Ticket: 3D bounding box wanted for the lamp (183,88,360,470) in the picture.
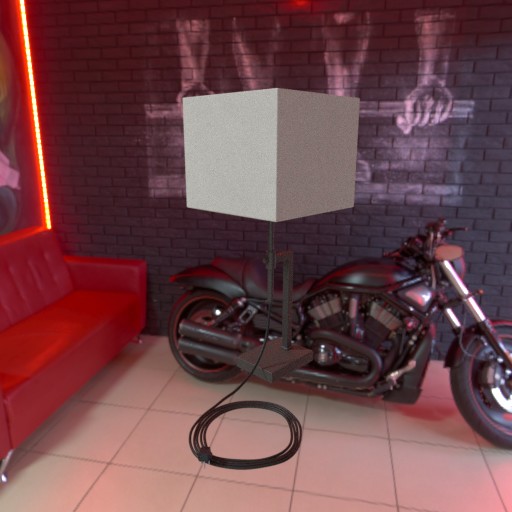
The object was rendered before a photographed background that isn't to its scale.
[{"bbox_3d":[0.000,0.000,0.948,0.399,0.660,0.504,14,20,42],"label":"lamp"}]
